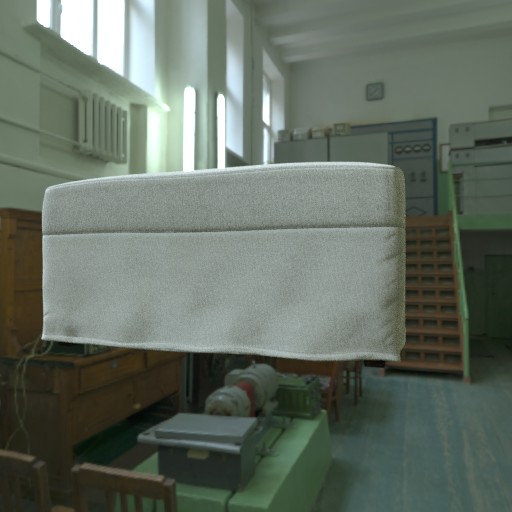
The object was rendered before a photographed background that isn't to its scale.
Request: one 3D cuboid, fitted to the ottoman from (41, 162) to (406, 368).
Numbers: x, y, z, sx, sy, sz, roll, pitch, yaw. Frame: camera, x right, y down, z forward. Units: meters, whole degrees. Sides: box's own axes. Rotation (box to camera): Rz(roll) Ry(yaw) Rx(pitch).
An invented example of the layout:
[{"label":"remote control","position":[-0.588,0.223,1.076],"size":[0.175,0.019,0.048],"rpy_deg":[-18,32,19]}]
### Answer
[{"label":"ottoman","position":[0.000,0.000,1.317],"size":[0.842,0.441,0.843],"rpy_deg":[0,-1,18]}]
